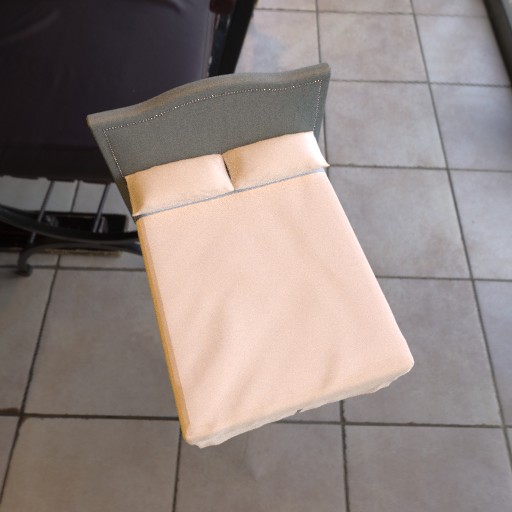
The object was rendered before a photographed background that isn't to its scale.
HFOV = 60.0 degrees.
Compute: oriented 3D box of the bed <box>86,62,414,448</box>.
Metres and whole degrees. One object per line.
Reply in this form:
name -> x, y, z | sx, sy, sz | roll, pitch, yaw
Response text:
bed -> 0.000, 0.000, 3.209 | 1.753, 1.460, 2.143 | -16, 64, -8
